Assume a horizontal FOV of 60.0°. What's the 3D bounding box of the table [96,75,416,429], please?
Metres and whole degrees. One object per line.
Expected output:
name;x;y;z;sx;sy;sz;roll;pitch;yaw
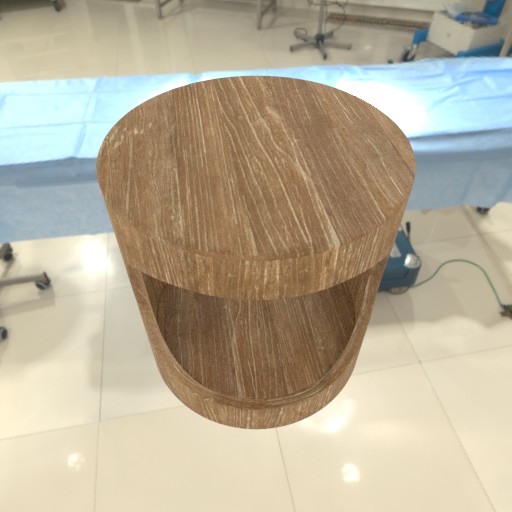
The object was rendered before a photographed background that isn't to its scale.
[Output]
table;0.000;0.000;0.952;0.527;0.551;0.527;0;47;0
